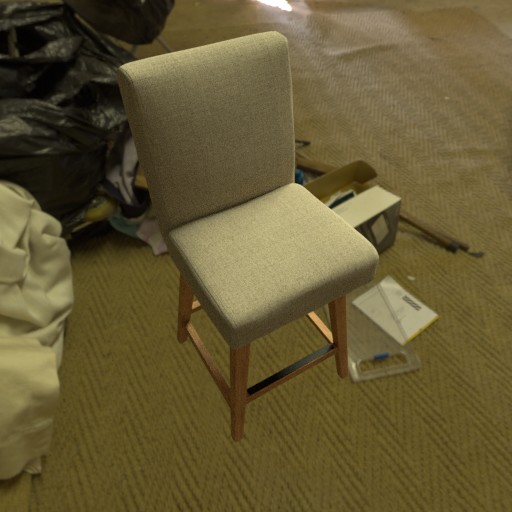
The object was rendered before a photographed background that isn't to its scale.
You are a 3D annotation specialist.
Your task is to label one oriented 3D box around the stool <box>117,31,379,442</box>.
[{"bbox_3d":[0.000,0.000,1.269,0.459,1.010,0.526,-23,51,-21],"label":"stool"}]
